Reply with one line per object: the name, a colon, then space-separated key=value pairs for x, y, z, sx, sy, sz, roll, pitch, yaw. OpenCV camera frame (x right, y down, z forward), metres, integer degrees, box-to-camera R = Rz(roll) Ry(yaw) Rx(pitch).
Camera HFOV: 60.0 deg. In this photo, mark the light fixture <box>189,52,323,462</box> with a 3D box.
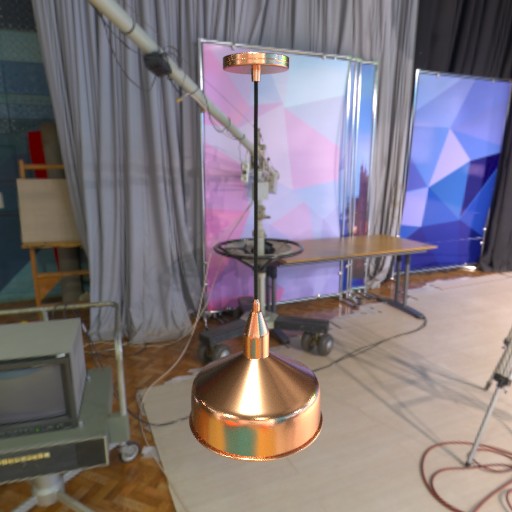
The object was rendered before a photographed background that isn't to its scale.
light fixture: x=0.000 y=0.000 z=0.914 sx=0.301 sy=0.754 sz=0.301 roll=7 pitch=16 yaw=27
